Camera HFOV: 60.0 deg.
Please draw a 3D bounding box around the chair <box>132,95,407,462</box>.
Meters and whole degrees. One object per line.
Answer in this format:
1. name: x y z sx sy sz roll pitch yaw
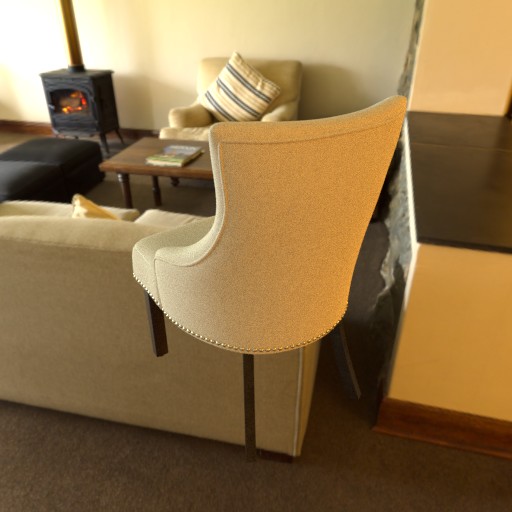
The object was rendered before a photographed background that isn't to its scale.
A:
1. chair: 0.000 0.000 1.280 0.566 0.909 0.629 -19 35 -29
